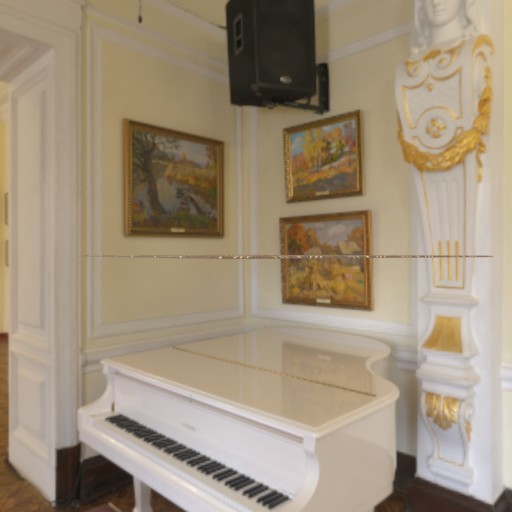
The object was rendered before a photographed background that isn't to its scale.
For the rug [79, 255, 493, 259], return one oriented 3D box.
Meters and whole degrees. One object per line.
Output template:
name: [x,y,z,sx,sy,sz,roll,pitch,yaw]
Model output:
rug: [0.000,0.000,4.085,2.457,0.012,3.062,0,0,-34]
